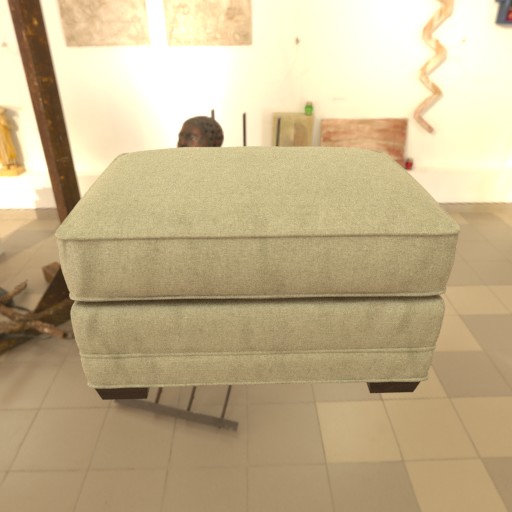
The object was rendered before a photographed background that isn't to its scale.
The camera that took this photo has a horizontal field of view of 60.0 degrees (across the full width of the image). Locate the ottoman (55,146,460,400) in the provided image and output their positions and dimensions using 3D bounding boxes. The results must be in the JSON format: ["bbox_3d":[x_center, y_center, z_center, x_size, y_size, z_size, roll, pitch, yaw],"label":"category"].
[{"bbox_3d":[0.000,0.000,1.226,0.848,0.508,0.611,-1,29,-2],"label":"ottoman"}]
